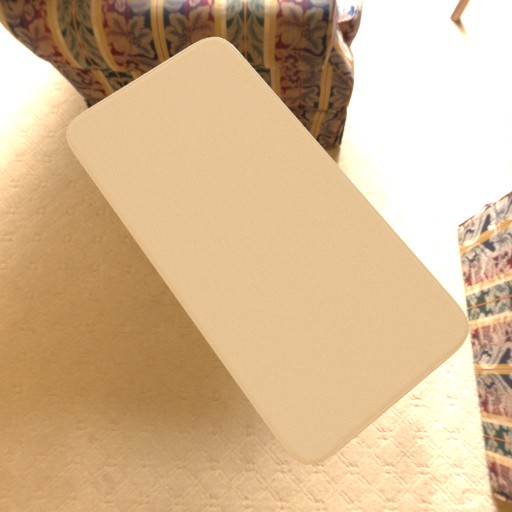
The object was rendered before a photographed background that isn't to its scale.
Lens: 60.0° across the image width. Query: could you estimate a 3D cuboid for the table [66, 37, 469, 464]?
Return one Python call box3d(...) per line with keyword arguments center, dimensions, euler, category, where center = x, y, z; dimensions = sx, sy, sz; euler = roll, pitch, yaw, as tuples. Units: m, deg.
box3d(center=(0.000, 0.000, 1.627), dimensions=(0.610, 0.737, 1.219), euler=(-36, 78, -9), category="table")
